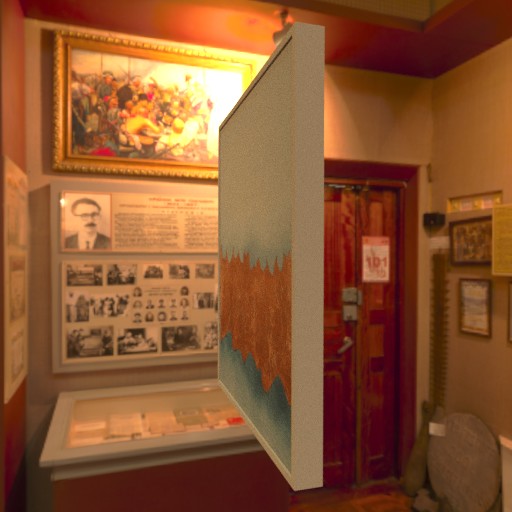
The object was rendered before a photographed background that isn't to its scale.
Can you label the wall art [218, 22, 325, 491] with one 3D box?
[{"bbox_3d":[0.000,0.000,0.744,0.039,0.553,0.451,0,0,-16],"label":"wall art"}]
